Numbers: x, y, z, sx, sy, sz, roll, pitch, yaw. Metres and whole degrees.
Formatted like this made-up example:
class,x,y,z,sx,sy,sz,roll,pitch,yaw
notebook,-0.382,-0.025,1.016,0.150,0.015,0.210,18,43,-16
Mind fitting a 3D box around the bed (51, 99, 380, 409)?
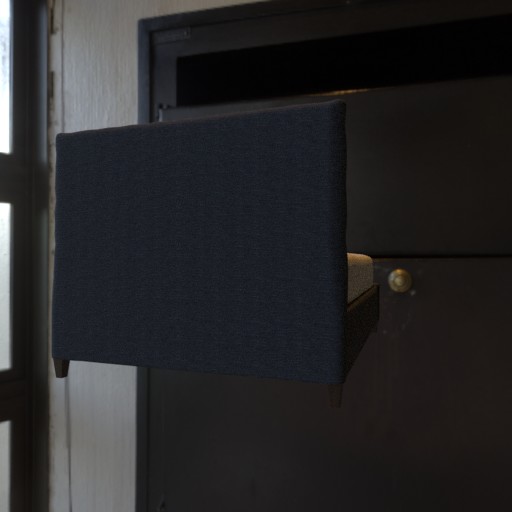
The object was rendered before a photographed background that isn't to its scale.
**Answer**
class,x,y,z,sx,sy,sz,roll,pitch,yaw
bed,0.000,0.000,3.399,1.698,1.427,2.387,0,-1,19
